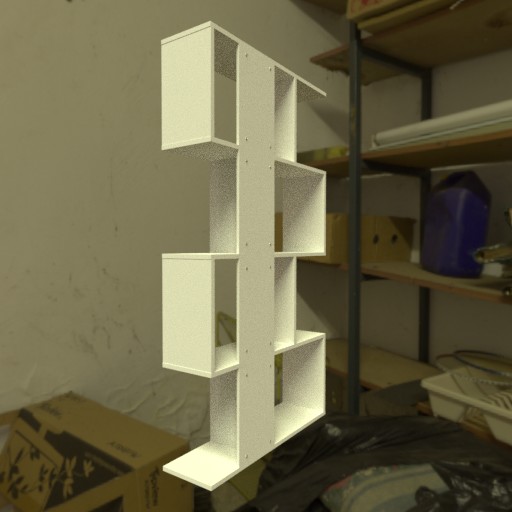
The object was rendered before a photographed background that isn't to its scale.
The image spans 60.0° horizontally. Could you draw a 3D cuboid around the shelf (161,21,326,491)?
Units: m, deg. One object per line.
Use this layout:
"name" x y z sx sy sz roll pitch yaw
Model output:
"shelf" 0.000 0.000 1.988 0.250 1.650 0.890 1 1 36
